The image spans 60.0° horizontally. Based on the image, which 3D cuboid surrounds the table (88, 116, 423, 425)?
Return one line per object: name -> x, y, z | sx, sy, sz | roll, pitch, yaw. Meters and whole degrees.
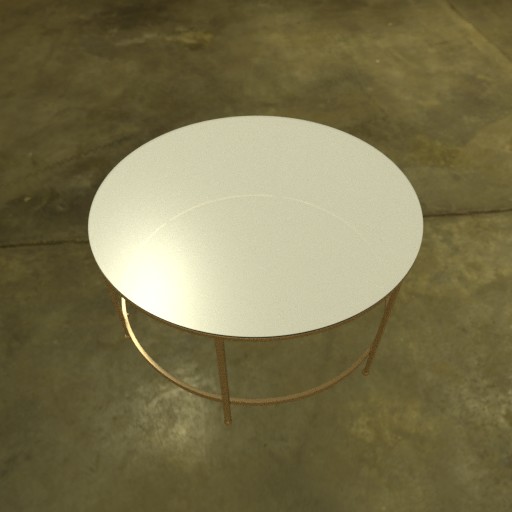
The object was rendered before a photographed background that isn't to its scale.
table -> 0.000, 0.000, 1.415 | 0.914, 0.470, 0.914 | 0, 47, 0
